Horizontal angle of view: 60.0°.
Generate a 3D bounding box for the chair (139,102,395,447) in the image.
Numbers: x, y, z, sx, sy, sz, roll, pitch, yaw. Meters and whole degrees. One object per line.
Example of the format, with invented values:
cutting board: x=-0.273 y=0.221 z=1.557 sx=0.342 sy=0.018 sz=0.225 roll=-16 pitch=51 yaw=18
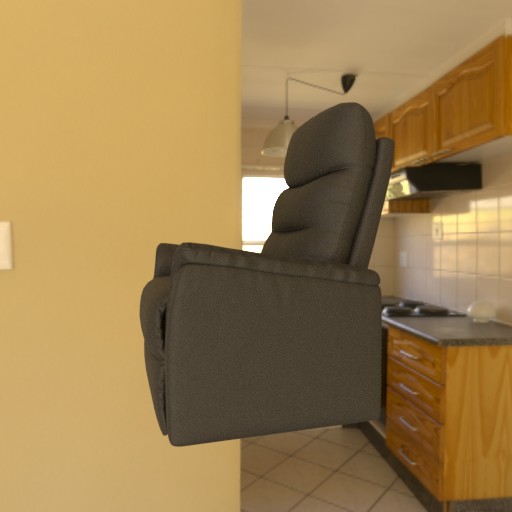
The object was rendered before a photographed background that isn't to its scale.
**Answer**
chair: x=0.000 y=0.000 z=1.651 sx=0.831 sy=1.082 sz=0.775 roll=0 pitch=2 yaw=-17
